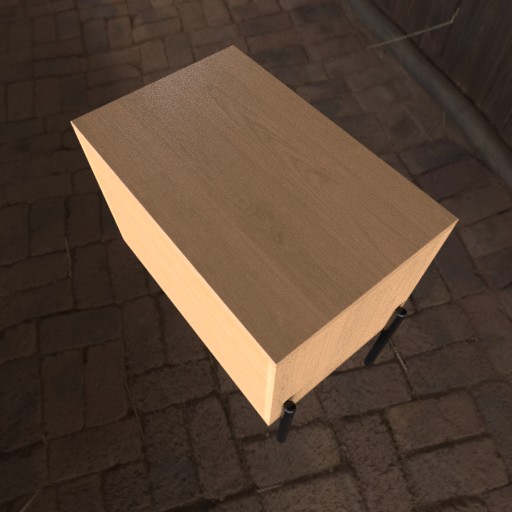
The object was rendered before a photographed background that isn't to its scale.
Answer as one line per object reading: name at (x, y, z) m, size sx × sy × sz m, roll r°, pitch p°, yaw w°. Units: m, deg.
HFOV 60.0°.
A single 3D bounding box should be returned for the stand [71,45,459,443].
stand at (0.000, 0.000, 1.009) m, size 0.400 × 0.600 × 0.630 m, roll -34°, pitch 64°, yaw -19°
